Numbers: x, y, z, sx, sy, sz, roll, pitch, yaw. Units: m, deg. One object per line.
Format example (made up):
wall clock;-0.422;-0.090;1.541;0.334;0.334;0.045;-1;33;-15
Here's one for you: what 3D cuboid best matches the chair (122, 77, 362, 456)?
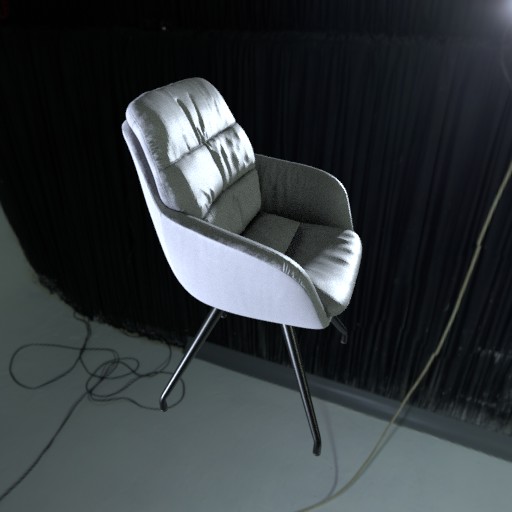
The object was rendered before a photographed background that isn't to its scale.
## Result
chair;0.000;0.000;1.254;0.569;0.888;0.579;10;32;16
